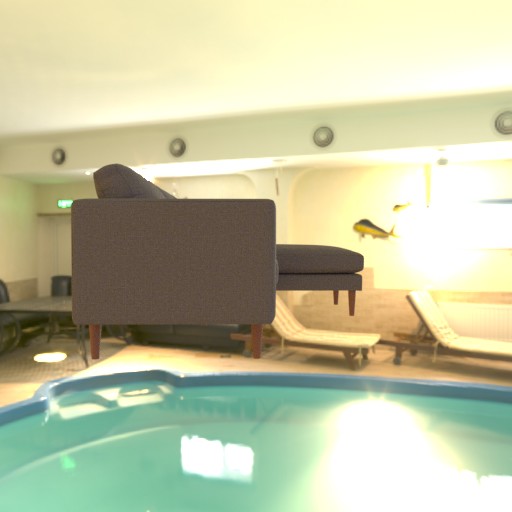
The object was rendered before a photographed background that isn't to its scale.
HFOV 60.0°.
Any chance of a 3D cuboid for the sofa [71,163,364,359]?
[{"bbox_3d":[0.000,0.000,2.877,1.591,0.897,2.031,0,1,-1],"label":"sofa"}]
